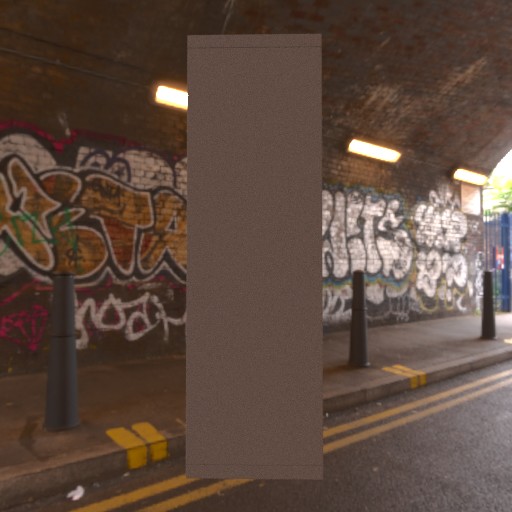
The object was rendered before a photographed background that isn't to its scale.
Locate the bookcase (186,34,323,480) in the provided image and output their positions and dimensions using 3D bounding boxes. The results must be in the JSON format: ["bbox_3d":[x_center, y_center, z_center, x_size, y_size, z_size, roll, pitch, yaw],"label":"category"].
[{"bbox_3d":[0.000,0.000,1.271,0.330,1.080,0.390,0,-1,1],"label":"bookcase"}]
